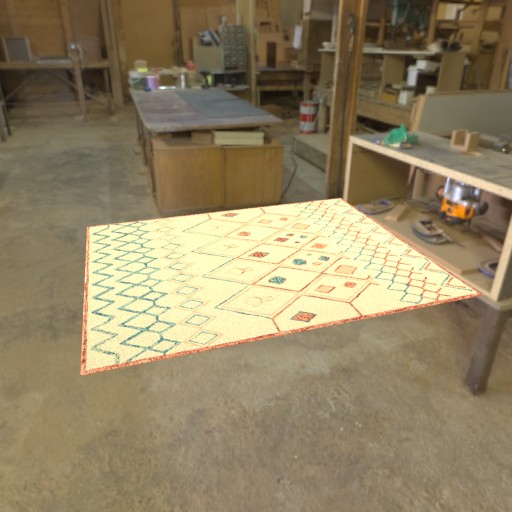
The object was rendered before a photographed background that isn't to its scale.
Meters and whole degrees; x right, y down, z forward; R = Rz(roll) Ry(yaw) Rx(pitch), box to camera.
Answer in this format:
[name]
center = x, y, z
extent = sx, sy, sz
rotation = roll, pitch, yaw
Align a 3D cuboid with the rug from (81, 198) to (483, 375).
[rug]
center = 0.000, 0.000, 4.179
extent = 3.050, 0.016, 2.441
rotation = -8, 28, -16
